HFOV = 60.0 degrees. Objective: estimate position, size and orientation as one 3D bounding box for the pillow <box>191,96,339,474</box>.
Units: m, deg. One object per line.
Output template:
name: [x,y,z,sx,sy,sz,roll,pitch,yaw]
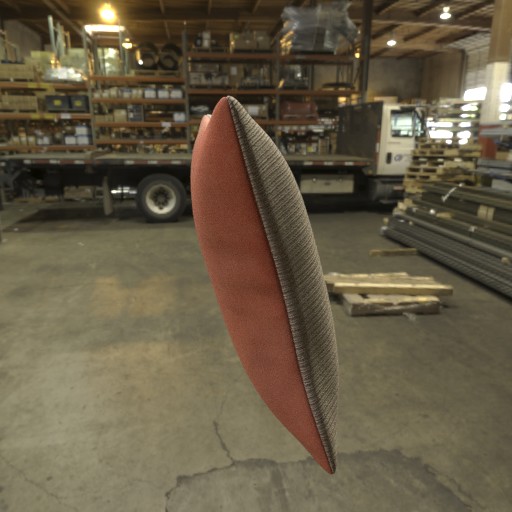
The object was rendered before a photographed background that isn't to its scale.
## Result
pillow: [0.000,0.000,0.635,0.177,0.401,0.424,-2,16,-8]
